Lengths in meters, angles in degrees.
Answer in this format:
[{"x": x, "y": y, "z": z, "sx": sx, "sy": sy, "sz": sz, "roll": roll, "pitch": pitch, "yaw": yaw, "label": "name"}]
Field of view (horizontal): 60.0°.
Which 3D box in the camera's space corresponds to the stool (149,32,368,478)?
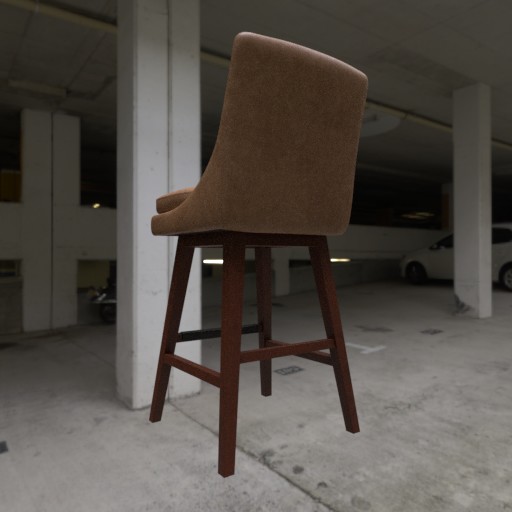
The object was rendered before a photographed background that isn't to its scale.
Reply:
[{"x": 0.000, "y": 0.000, "z": 1.383, "sx": 0.487, "sy": 1.079, "sz": 0.572, "roll": 0, "pitch": 0, "yaw": -36, "label": "stool"}]
